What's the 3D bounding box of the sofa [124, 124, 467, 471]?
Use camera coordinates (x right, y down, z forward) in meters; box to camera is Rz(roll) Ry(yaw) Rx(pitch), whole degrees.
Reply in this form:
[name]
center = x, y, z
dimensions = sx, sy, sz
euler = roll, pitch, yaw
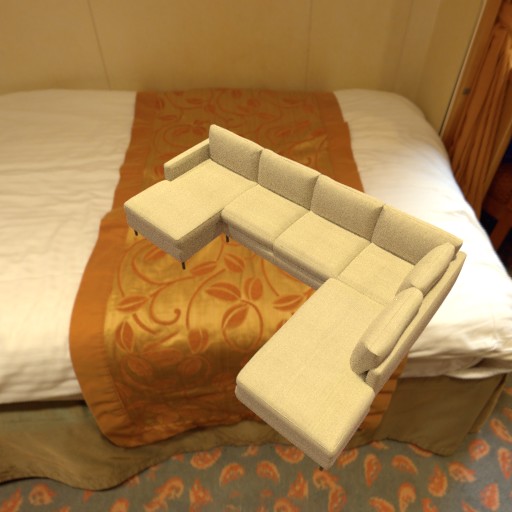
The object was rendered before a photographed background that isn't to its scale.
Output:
[sofa]
center = 0.000, 0.000, 3.627
dimensions = 2.737, 0.756, 1.879
euler = 32, 54, 27
